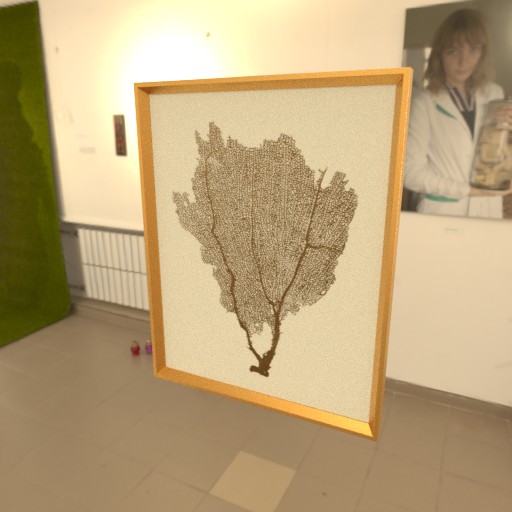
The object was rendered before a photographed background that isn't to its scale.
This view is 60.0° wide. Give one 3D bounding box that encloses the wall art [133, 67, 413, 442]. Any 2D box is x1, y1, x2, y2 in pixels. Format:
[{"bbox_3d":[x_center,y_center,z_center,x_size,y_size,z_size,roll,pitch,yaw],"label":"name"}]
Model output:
[{"bbox_3d":[0.000,0.000,1.012,0.610,0.762,0.038,8,18,25],"label":"wall art"}]
